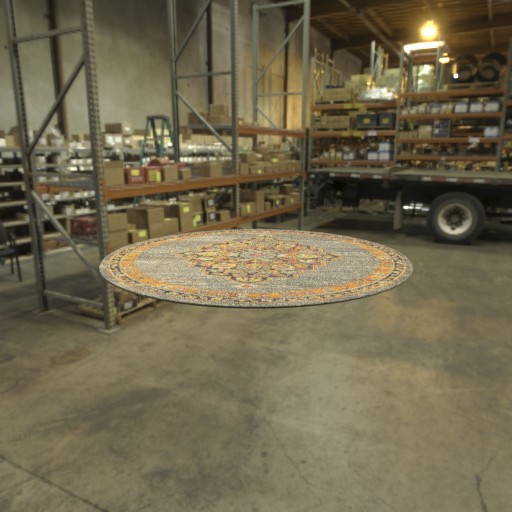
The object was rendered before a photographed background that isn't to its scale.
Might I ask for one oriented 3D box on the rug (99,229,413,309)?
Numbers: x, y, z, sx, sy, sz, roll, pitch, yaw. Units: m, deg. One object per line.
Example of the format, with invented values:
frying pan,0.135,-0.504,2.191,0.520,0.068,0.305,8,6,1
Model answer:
rug,0.000,0.000,2.384,1.598,0.010,1.598,0,14,0
